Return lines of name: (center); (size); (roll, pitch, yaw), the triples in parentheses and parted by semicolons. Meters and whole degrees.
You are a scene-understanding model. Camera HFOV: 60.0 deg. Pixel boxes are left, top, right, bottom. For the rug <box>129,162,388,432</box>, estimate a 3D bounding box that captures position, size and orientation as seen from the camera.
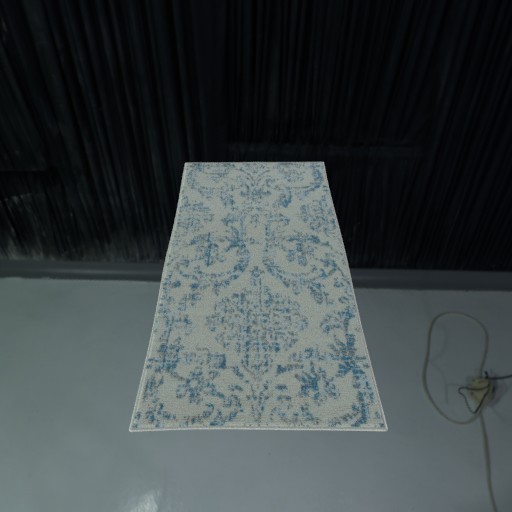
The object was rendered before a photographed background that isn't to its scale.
rug: (0.000, 0.000, 1.483); (0.605, 0.007, 1.220); (0, 42, 0)
